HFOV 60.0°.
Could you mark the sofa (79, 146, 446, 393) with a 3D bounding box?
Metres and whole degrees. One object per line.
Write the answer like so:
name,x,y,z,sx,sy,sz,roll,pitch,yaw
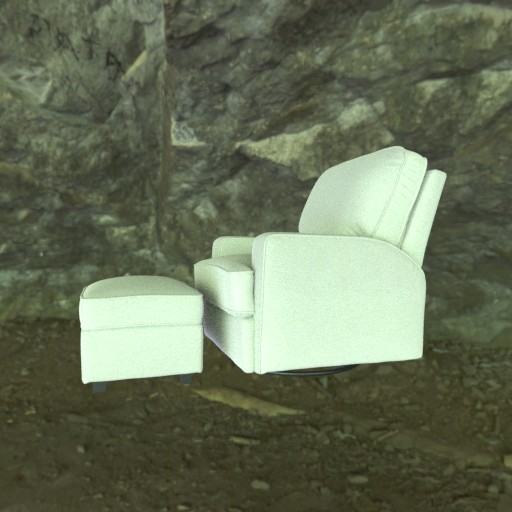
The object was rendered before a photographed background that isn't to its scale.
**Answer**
sofa,0.000,0.000,2.009,1.472,0.959,0.861,0,1,-18
